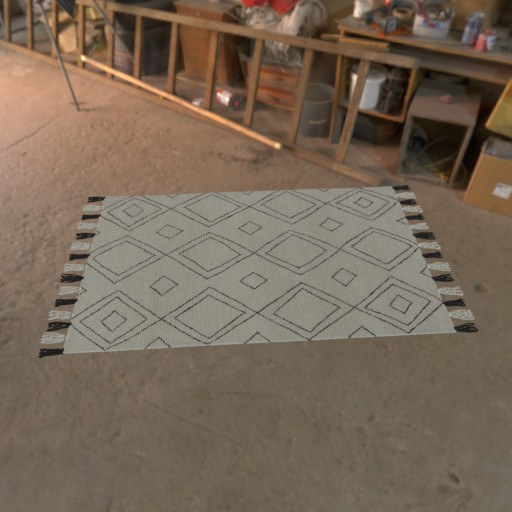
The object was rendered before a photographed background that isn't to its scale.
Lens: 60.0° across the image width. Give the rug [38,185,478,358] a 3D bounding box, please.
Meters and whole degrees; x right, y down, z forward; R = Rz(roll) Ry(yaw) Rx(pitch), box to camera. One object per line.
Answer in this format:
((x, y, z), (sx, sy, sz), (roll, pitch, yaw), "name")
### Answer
((0.000, 0.000, 3.234), (2.755, 0.021, 1.524), (-3, 47, -2), "rug")
